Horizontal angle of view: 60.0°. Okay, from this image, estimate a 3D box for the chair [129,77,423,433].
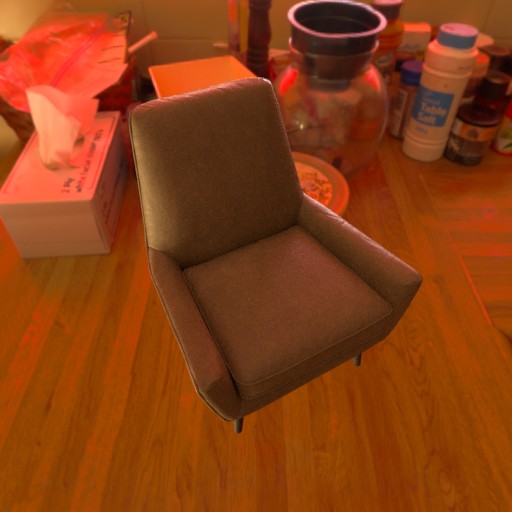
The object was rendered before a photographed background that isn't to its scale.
[{"bbox_3d":[0.000,0.000,1.526,0.787,0.888,0.824,-22,49,-21],"label":"chair"}]
